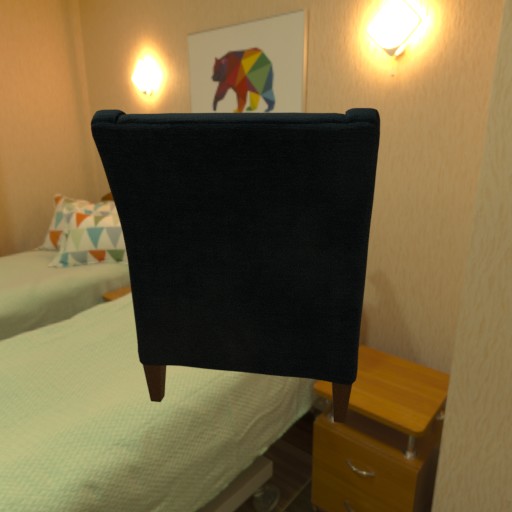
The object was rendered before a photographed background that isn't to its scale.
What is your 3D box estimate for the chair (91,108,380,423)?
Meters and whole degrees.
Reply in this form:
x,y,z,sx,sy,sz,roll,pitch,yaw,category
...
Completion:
x,y,z,sx,sy,sz,roll,pitch,yaw,category
0.000,0.000,1.645,0.774,1.014,0.870,3,17,10,chair
